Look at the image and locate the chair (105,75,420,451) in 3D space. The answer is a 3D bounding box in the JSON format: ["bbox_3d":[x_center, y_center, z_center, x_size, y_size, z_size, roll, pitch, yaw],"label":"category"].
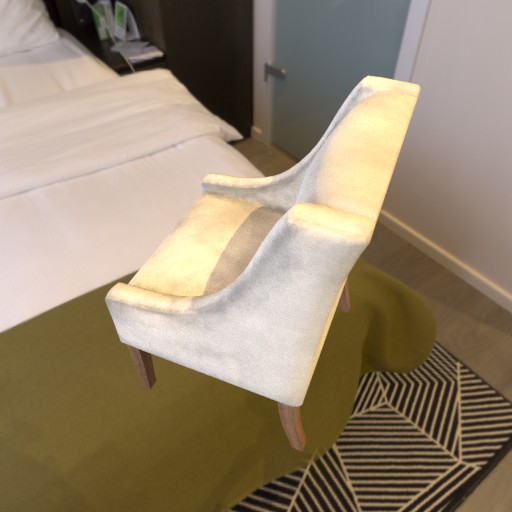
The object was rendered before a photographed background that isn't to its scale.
[{"bbox_3d":[0.000,0.000,1.279,0.629,0.895,0.629,16,48,15],"label":"chair"}]
